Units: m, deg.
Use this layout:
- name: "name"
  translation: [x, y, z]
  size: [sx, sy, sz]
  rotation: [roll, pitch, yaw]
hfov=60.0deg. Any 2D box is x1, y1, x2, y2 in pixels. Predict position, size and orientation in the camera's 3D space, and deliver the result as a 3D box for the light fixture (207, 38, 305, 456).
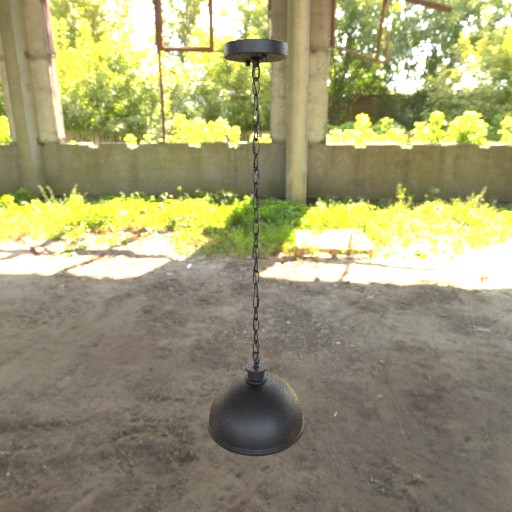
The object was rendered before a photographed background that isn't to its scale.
- name: "light fixture"
  translation: [0.000, 0.000, 1.250]
  size: [0.304, 1.090, 0.304]
  rotation: [-8, 17, -25]
